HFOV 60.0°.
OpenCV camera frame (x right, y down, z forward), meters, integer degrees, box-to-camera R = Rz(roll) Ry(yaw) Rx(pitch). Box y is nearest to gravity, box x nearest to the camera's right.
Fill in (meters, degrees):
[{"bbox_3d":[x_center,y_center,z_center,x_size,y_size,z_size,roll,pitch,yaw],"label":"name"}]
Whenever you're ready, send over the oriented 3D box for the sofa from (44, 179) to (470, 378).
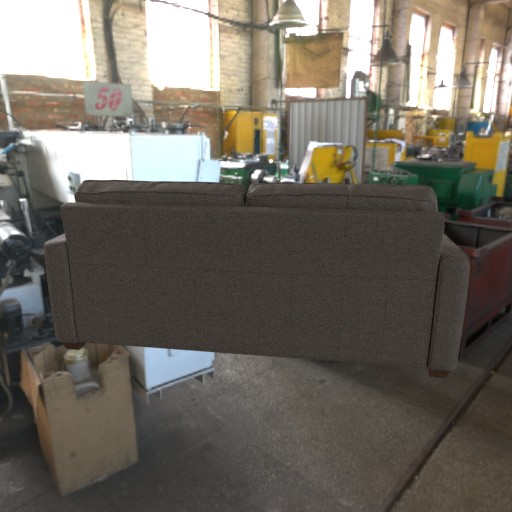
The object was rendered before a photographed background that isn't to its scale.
[{"bbox_3d":[0.000,0.000,2.547,2.080,0.919,0.940,2,16,8],"label":"sofa"}]
